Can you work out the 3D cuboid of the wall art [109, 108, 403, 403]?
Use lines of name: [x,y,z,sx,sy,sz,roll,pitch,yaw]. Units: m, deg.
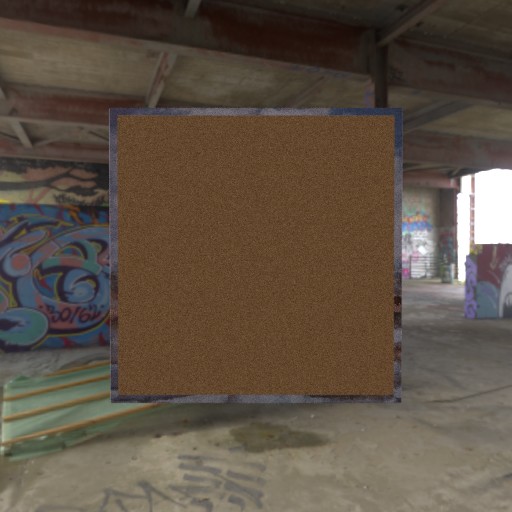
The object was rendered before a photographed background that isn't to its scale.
wall art: [0.000,0.000,1.362,0.888,0.897,0.035,0,1,0]
